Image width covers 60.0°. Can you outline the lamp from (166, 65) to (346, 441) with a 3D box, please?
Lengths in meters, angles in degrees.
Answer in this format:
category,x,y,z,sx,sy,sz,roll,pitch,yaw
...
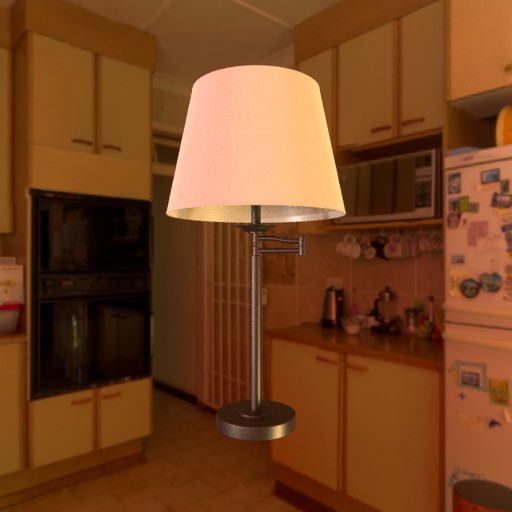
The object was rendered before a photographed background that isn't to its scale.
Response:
category,x,y,z,sx,sy,sz,roll,pitch,yaw
lamp,0.000,0.000,0.915,0.363,0.696,0.363,0,0,0
